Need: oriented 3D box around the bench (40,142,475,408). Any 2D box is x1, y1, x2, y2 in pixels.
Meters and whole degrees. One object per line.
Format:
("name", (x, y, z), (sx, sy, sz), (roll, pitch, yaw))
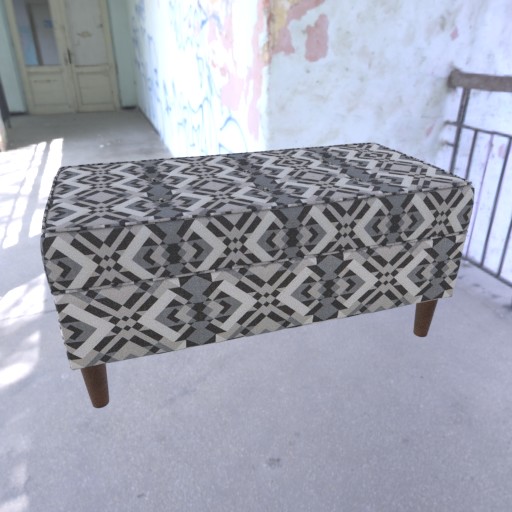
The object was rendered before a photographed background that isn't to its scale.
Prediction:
("bench", (0.000, 0.000, 1.254), (1.016, 0.477, 0.492), (-8, 28, -16))
